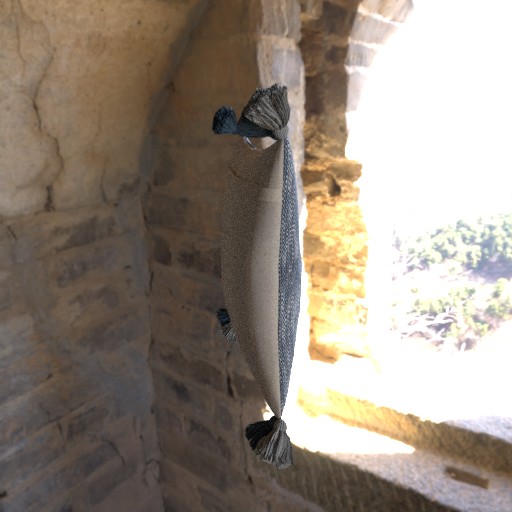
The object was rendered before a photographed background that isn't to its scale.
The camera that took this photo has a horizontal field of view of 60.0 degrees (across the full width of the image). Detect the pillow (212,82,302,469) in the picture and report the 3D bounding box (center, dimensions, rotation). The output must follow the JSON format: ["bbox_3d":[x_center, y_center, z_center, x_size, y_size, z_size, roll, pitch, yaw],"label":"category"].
[{"bbox_3d":[0.000,0.000,0.922,0.138,0.634,0.614,-3,16,-10],"label":"pillow"}]
